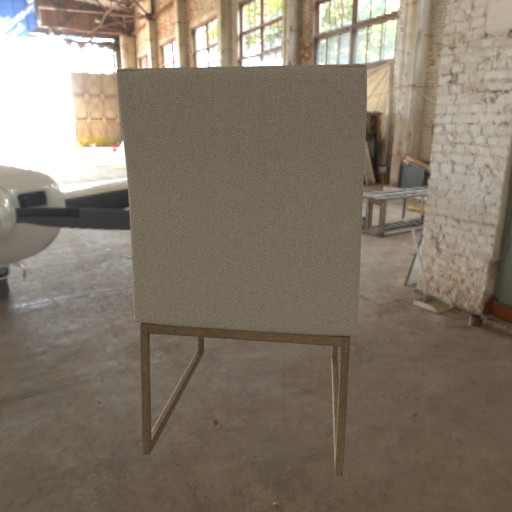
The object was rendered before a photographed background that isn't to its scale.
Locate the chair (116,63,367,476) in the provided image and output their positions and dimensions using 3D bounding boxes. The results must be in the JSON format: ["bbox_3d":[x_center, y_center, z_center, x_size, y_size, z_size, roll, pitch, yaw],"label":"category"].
[{"bbox_3d":[0.000,0.000,1.160,0.508,0.863,0.522,2,16,8],"label":"chair"}]
